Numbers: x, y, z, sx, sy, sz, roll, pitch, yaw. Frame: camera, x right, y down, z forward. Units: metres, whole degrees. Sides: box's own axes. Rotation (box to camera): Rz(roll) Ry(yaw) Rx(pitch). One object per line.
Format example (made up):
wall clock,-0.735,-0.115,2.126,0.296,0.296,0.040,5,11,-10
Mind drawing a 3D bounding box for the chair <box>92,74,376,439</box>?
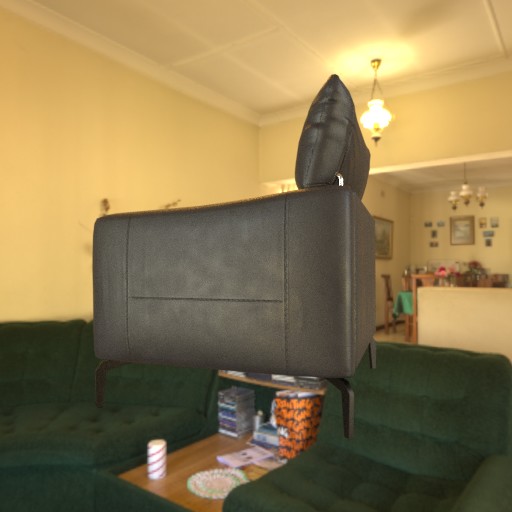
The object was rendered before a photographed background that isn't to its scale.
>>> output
chair,0.000,0.000,1.647,0.809,0.949,0.976,-1,-2,19
